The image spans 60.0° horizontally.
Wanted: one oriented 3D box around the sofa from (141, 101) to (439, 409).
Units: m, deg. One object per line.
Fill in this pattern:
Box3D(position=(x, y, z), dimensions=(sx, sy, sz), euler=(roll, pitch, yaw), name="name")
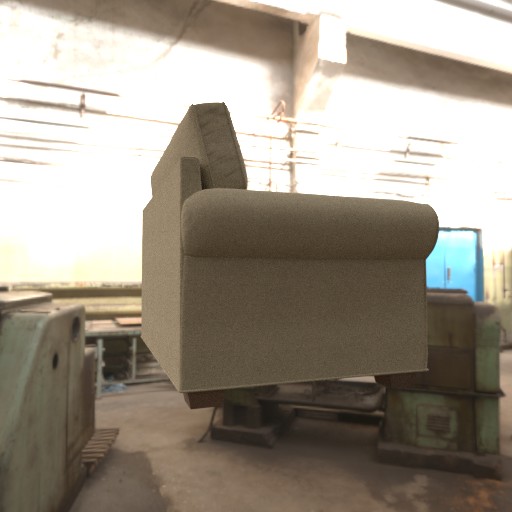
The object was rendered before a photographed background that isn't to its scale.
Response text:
Box3D(position=(0.000, 0.000, 2.085), dimensions=(0.936, 0.991, 1.405), euler=(1, -2, -20), name="sofa")
